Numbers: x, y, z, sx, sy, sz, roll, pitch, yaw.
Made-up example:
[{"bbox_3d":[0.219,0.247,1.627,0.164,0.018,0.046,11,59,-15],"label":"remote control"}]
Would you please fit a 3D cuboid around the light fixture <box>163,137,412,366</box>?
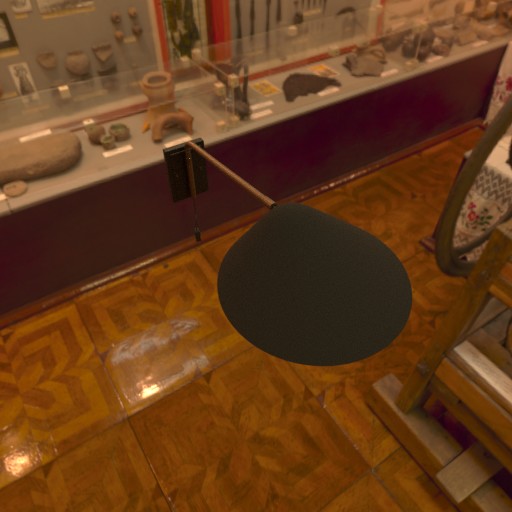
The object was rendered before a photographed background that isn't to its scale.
[{"bbox_3d":[0.000,0.000,0.692,0.240,0.312,0.516,-24,51,-21],"label":"light fixture"}]
